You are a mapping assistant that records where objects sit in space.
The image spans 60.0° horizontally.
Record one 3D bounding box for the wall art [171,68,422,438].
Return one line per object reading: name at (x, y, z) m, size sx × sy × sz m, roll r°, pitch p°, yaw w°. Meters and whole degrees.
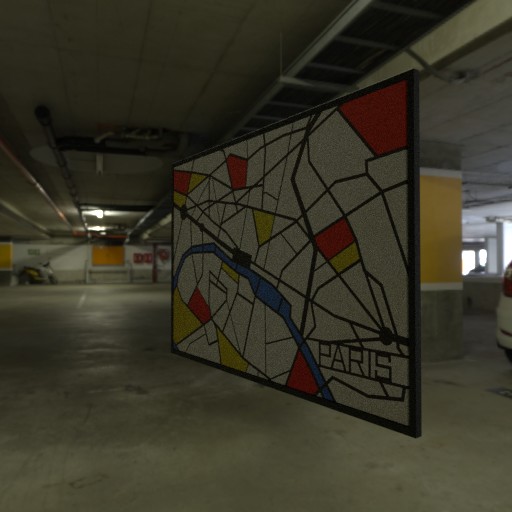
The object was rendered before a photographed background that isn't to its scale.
wall art at (0.000, 0.000, 0.816) m, size 0.013 × 0.458 × 0.664 m, roll 1°, pitch -1°, yaw -37°
